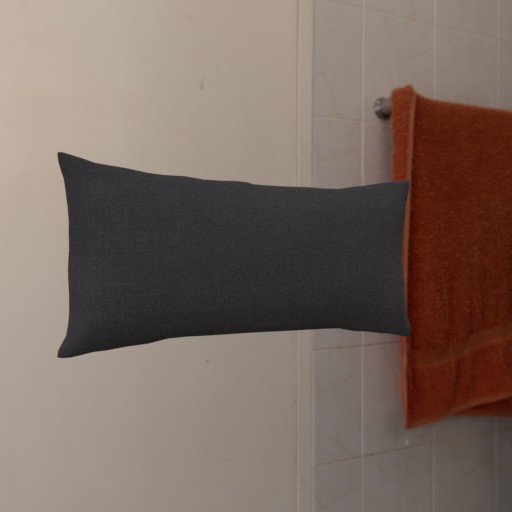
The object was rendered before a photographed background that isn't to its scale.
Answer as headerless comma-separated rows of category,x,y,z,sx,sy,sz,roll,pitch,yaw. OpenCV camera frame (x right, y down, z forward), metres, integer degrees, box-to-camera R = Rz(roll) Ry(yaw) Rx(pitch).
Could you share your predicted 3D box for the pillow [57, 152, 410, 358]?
pillow,0.000,0.000,0.740,0.609,0.305,0.151,0,1,-19
